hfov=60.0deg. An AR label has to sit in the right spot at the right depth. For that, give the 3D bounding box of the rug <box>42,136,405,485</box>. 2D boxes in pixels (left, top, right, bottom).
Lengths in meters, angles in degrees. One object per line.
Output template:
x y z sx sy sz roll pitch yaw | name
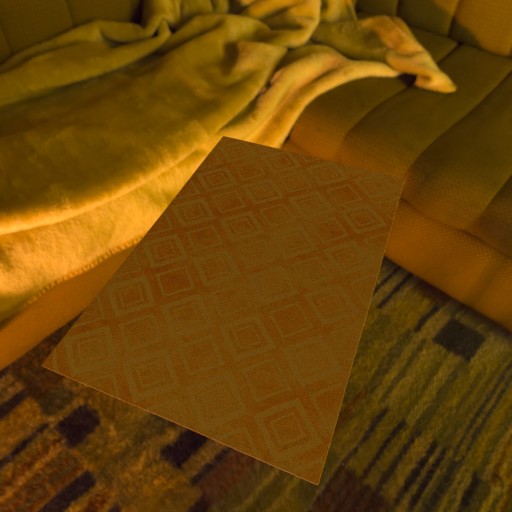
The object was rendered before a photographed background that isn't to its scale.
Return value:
0.000 0.000 2.269 1.213 0.010 1.829 17 51 14 | rug
